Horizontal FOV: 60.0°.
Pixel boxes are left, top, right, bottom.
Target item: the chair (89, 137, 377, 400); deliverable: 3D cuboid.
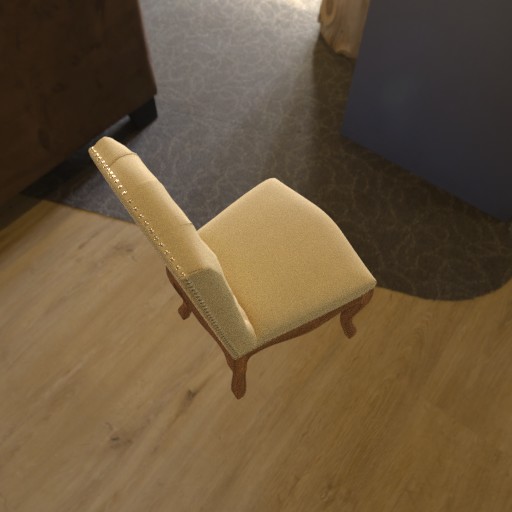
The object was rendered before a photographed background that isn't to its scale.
[{"bbox_3d":[0.000,0.000,1.547,0.715,1.165,0.623,-31,63,-18],"label":"chair"}]
